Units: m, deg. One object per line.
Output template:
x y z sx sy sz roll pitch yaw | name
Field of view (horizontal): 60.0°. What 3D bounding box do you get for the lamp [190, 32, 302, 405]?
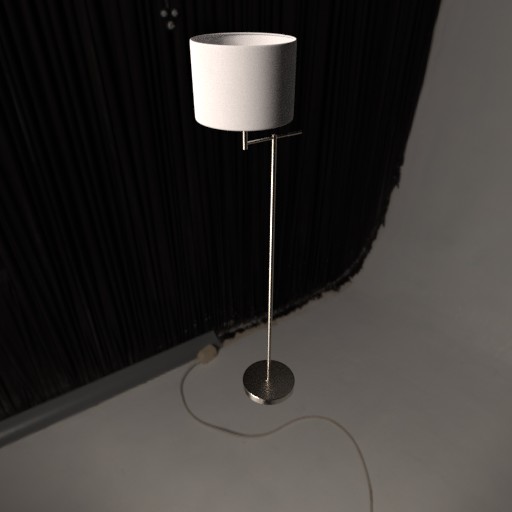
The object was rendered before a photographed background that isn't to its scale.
0.000 0.000 1.798 0.416 1.600 0.324 -20 38 -28 | lamp
